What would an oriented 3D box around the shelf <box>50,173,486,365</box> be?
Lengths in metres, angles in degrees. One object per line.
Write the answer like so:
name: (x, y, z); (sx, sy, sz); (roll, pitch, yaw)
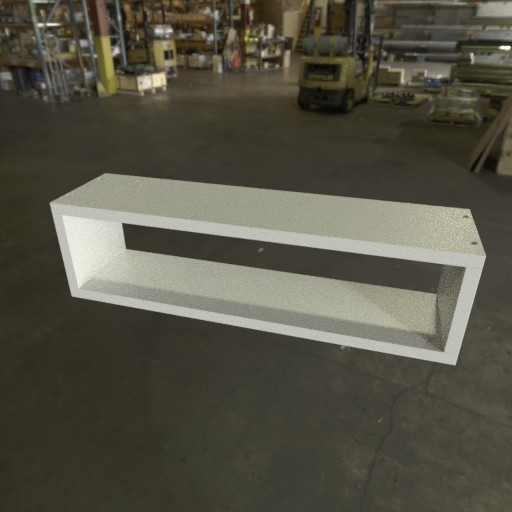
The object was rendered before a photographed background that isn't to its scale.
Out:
shelf: (0.000, 0.000, 0.702); (0.610, 0.170, 0.150); (8, 29, 14)
